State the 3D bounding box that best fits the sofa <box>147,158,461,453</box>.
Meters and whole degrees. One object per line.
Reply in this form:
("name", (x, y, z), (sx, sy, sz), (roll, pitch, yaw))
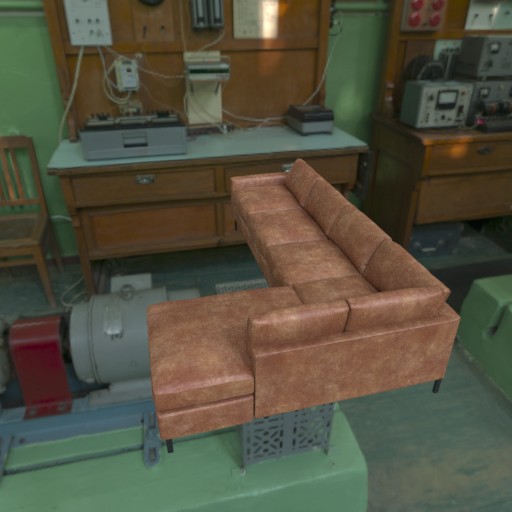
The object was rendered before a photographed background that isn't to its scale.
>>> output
("sofa", (0.000, 0.000, 3.899), (1.938, 0.877, 2.984), (-7, 31, -13))
